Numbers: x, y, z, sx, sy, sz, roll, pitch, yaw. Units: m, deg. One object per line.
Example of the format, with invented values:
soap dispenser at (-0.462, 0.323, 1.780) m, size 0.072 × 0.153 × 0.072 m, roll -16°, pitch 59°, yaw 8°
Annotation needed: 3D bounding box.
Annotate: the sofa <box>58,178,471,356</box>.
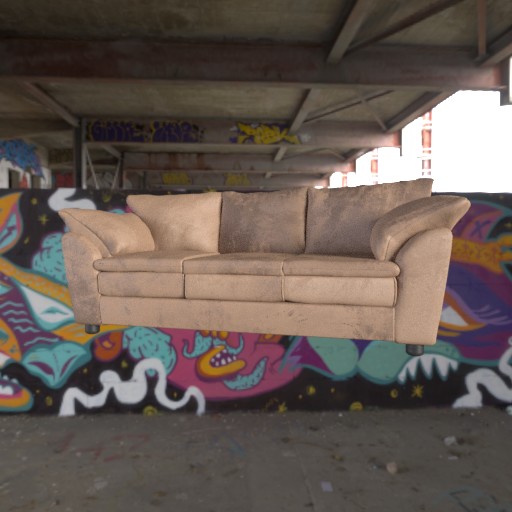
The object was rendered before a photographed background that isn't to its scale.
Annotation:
sofa at (0.000, 0.000, 2.830) m, size 2.377 × 0.981 × 0.893 m, roll 0°, pitch 1°, yaw 17°
